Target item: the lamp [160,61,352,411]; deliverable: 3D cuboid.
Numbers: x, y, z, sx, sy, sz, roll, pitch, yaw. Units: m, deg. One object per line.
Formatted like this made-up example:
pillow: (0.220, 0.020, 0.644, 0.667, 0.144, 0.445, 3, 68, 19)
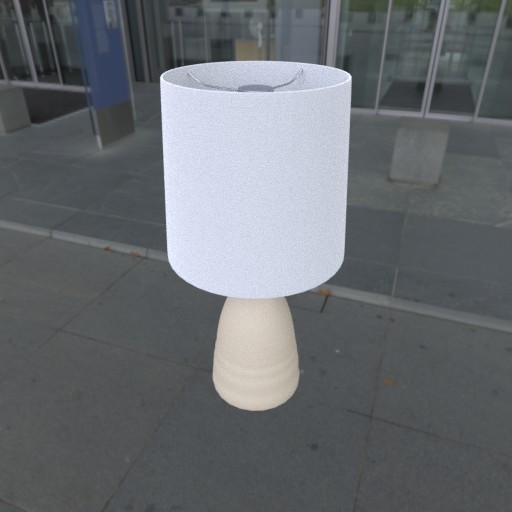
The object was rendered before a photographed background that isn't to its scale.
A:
lamp: (0.000, 0.000, 0.481, 0.186, 0.369, 0.186, 0, 31, 0)
